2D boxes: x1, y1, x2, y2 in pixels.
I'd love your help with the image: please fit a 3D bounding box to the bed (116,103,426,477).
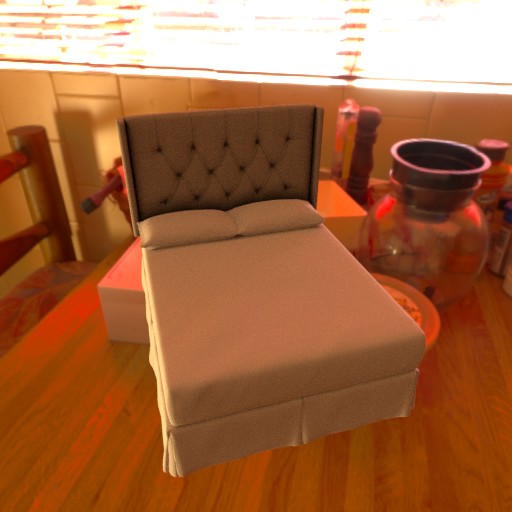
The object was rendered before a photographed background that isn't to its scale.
[{"bbox_3d":[0.000,0.000,3.229,1.719,1.665,2.066,-9,32,-14],"label":"bed"}]
